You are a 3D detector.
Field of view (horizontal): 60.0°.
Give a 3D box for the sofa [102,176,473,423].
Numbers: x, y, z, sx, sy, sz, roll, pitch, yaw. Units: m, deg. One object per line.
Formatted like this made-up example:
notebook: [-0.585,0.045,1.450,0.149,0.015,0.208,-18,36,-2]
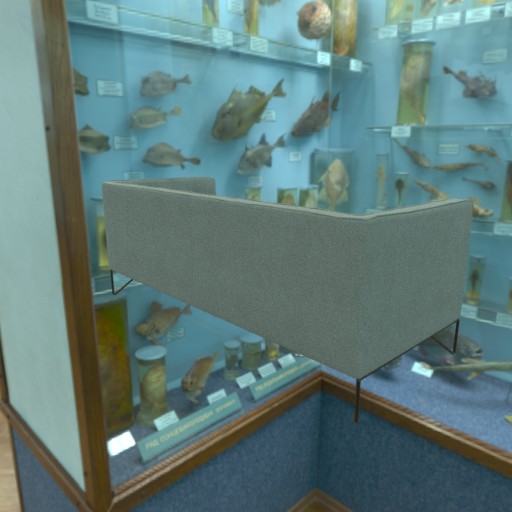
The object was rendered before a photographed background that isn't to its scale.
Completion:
sofa: [0.000,0.000,2.596,0.912,0.798,2.079,-13,19,-41]
